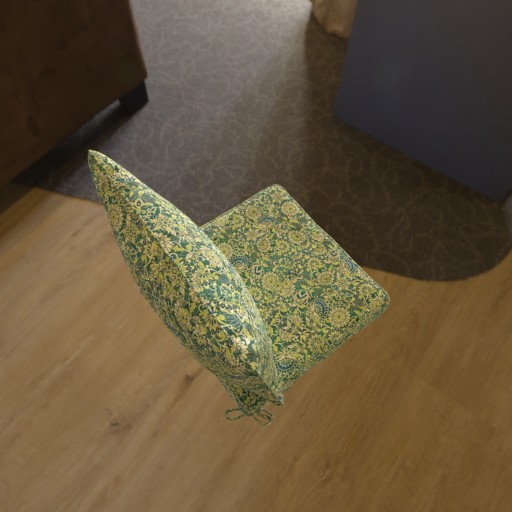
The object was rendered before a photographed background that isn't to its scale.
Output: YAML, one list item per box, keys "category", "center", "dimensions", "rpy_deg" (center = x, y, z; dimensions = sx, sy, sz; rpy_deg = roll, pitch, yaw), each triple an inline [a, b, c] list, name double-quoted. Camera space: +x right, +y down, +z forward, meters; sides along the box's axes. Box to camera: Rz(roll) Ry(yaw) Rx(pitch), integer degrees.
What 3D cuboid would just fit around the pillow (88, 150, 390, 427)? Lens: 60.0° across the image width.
- category: "pillow"
  center: [0.000, 0.000, 1.434]
  dimensions: [0.740, 0.722, 0.798]
  rpy_deg: [-33, 65, -18]
